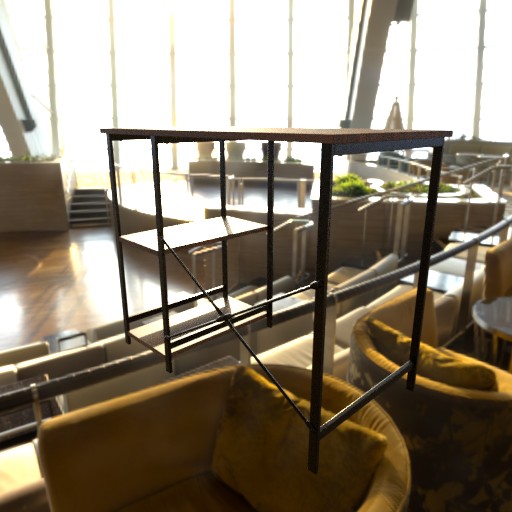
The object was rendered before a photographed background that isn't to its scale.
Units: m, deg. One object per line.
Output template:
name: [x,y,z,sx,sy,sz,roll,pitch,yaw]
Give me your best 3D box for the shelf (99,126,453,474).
shelf: [0.000,0.000,1.360,0.498,0.750,0.902,-16,23,-42]
